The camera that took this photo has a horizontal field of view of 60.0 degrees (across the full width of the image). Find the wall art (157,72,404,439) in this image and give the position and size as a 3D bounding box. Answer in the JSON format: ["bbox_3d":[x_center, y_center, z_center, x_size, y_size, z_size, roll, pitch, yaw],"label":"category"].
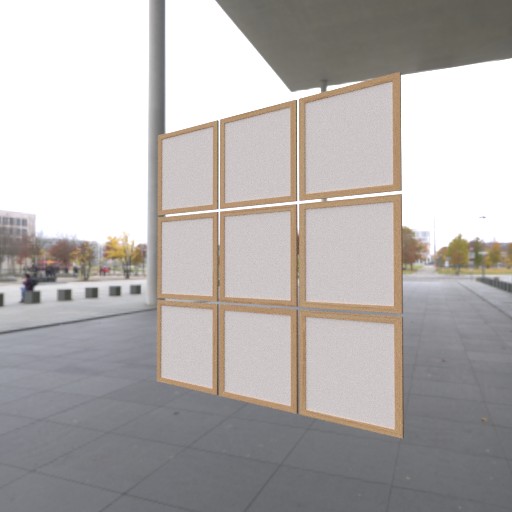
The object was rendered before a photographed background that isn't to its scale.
[{"bbox_3d":[0.000,0.000,2.297,1.517,1.523,0.013,-1,-2,37],"label":"wall art"}]
